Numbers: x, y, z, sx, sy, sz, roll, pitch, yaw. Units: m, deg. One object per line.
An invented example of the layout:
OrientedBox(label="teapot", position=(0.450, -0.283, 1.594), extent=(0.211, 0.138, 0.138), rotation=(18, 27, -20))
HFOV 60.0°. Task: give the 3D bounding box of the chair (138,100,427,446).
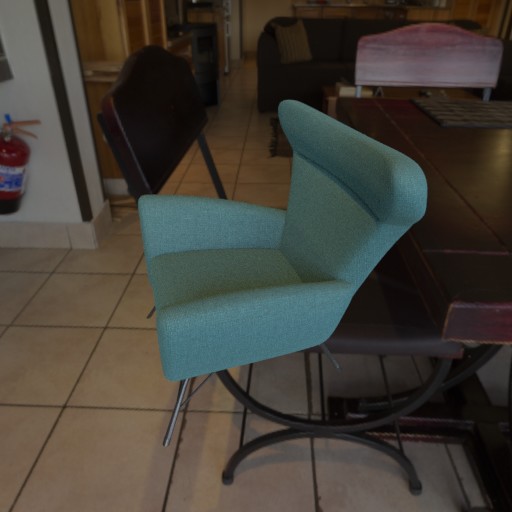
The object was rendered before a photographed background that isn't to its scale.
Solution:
OrientedBox(label="chair", position=(0.000, 0.000, 1.728), extent=(0.900, 0.980, 1.050), rotation=(-8, 31, -14))
